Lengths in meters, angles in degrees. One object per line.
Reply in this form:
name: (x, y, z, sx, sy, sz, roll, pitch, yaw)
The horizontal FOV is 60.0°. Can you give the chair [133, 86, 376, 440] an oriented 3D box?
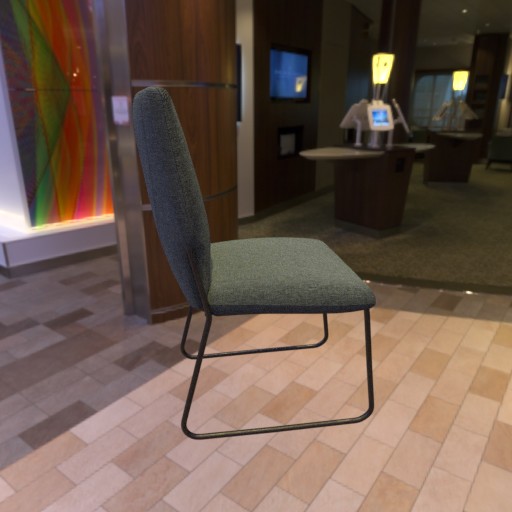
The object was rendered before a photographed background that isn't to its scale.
chair: (0.000, 0.000, 1.321, 0.635, 0.931, 0.480, -3, 20, -9)
